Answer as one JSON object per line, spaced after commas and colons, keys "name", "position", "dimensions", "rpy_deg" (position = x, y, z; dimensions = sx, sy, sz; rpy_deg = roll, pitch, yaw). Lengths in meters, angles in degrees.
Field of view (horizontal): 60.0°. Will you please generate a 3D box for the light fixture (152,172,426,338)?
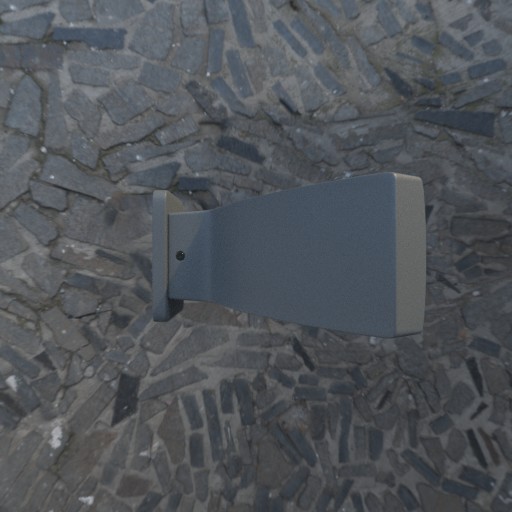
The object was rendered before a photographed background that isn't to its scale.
{"name": "light fixture", "position": [0.000, 0.000, 0.334], "dimensions": [0.174, 0.243, 0.108], "rpy_deg": [0, 90, -1]}
